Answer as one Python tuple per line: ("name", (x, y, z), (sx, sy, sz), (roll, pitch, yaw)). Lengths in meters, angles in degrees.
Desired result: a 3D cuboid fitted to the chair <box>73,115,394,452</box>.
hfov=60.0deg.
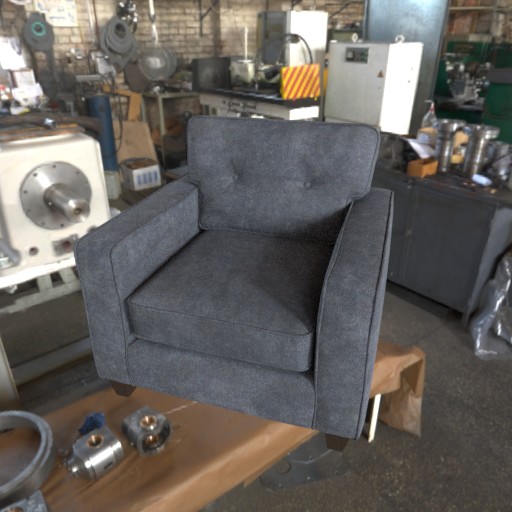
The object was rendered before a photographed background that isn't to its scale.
("chair", (0.000, 0.000, 1.773), (1.015, 0.965, 0.939), (8, 28, 16))
